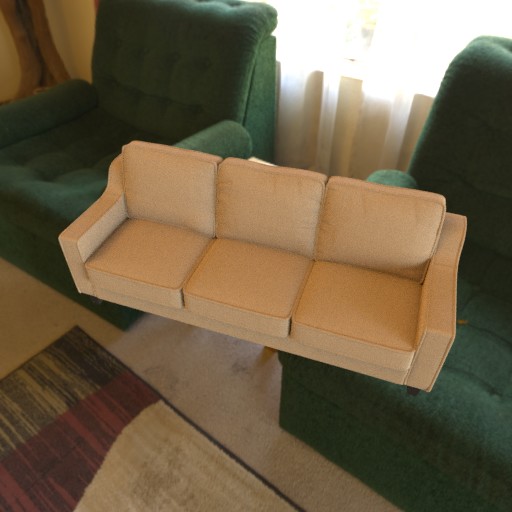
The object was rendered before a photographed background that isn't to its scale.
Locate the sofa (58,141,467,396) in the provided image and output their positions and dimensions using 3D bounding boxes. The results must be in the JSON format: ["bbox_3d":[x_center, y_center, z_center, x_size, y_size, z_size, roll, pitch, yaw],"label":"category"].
[{"bbox_3d":[0.000,0.000,2.564,2.131,0.902,0.791,13,43,15],"label":"sofa"}]
